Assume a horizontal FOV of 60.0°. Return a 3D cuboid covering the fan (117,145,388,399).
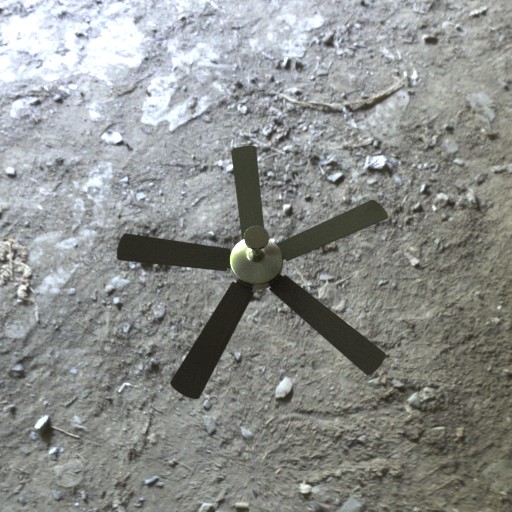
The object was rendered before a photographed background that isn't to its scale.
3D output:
[{"bbox_3d":[0.000,0.000,2.008,1.321,0.356,1.321,16,65,8],"label":"fan"}]
